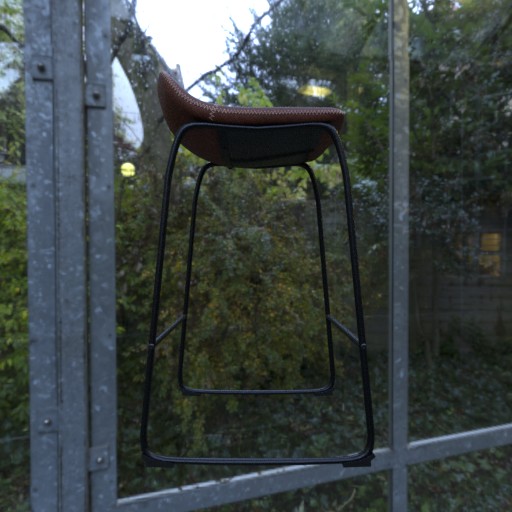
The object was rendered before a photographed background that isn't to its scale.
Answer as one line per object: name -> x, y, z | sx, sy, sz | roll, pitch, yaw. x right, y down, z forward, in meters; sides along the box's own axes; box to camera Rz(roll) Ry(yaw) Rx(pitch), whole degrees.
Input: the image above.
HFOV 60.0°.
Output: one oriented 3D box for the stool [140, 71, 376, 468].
stool -> 0.000, 0.000, 1.096 | 0.473, 0.830, 0.454 | 0, 0, 0
